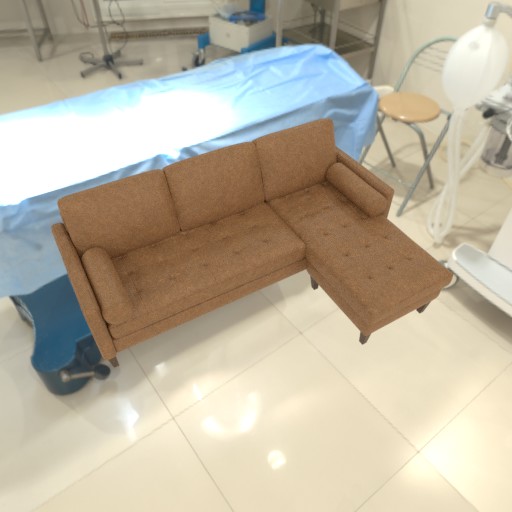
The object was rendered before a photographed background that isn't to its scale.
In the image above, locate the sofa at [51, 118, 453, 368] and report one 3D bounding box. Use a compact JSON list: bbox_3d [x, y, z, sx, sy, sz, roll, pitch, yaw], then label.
[{"bbox_3d":[0.000,0.000,2.869,2.178,0.876,1.506,-22,49,-21],"label":"sofa"}]
